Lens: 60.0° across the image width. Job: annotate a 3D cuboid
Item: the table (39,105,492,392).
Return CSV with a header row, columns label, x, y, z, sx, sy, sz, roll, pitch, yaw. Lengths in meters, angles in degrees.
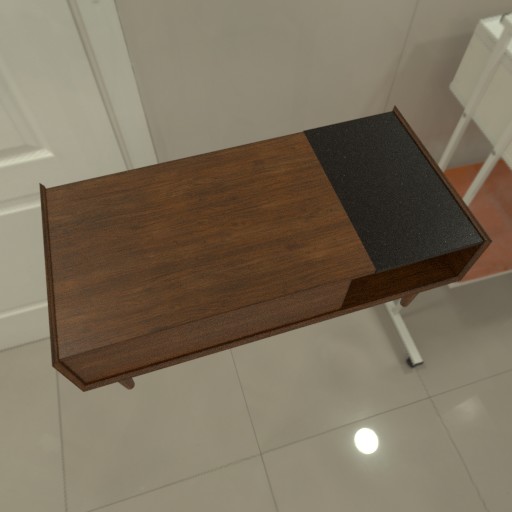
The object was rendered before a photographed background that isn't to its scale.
label,x,y,z,sx,sy,sz,roll,pitch,yaw
table,0.000,0.000,1.535,1.221,0.508,0.610,-15,59,-9
